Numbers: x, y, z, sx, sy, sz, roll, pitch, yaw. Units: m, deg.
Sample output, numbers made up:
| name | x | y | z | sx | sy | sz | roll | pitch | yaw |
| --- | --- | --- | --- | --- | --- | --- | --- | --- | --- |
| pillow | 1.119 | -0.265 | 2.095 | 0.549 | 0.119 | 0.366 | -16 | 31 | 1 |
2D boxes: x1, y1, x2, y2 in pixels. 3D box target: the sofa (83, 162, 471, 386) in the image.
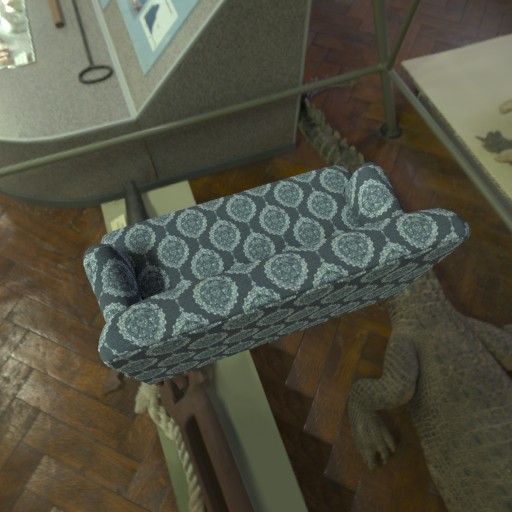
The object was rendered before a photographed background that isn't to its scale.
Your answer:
| name | x | y | z | sx | sy | sz | roll | pitch | yaw |
| --- | --- | --- | --- | --- | --- | --- | --- | --- | --- |
| sofa | 0.000 | 0.000 | 1.815 | 1.297 | 0.867 | 0.779 | -18 | 61 | -10 |
